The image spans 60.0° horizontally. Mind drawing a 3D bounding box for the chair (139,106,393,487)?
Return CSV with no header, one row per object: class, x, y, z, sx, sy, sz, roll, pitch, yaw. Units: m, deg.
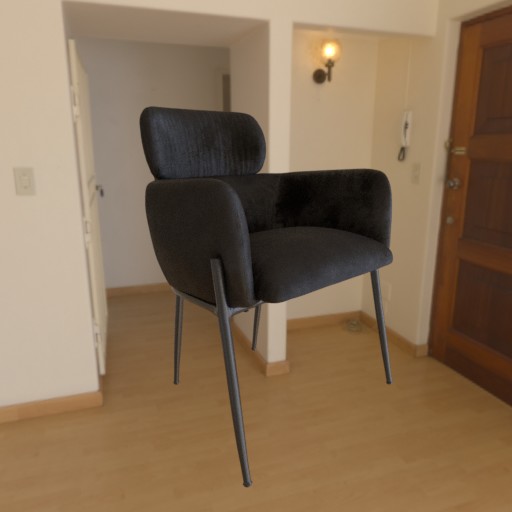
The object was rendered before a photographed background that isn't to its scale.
chair,0.000,0.000,1.251,0.640,0.818,0.604,-13,19,-43
